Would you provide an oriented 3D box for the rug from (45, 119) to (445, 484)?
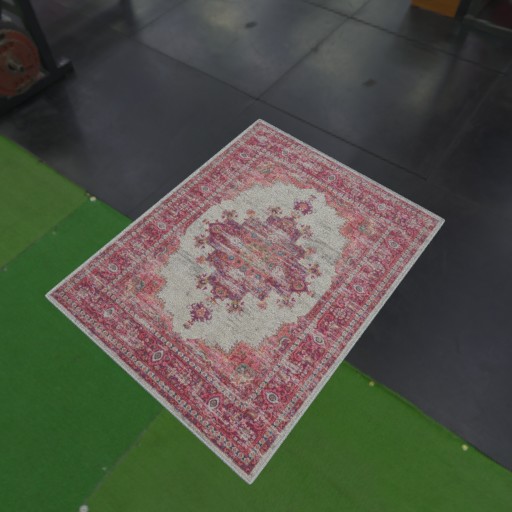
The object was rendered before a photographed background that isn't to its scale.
[{"bbox_3d":[0.000,0.000,4.282,2.447,0.017,3.123,34,63,20],"label":"rug"}]
